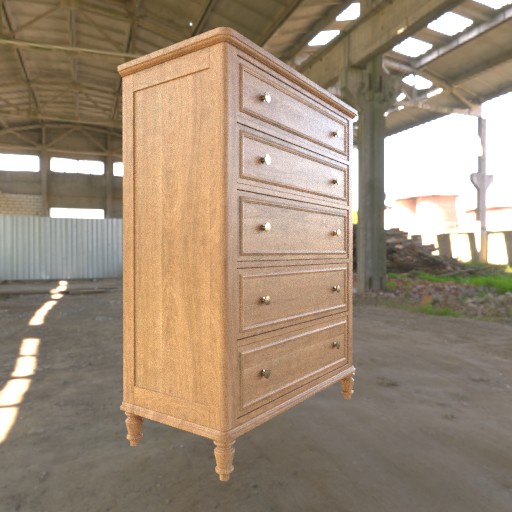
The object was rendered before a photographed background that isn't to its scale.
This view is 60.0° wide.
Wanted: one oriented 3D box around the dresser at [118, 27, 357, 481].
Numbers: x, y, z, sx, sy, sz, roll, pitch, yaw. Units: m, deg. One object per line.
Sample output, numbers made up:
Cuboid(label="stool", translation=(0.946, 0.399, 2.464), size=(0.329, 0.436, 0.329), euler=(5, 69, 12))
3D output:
Cuboid(label="dresser", translation=(0.000, 0.000, 1.794), size=(0.484, 1.318, 0.973), euler=(0, 1, 35))
